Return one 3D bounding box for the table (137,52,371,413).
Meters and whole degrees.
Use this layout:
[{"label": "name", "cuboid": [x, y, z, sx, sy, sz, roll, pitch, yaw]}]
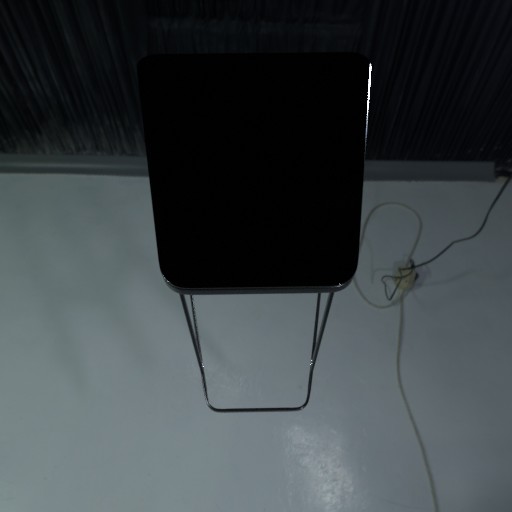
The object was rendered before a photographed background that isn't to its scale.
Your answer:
[{"label": "table", "cuboid": [0.000, 0.000, 0.952, 0.427, 0.624, 0.500, -1, 57, -1]}]
